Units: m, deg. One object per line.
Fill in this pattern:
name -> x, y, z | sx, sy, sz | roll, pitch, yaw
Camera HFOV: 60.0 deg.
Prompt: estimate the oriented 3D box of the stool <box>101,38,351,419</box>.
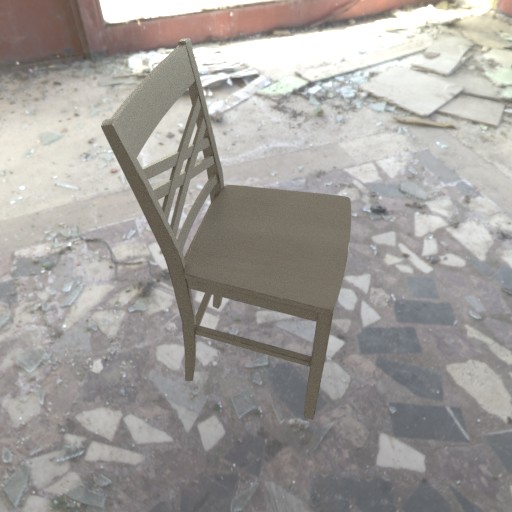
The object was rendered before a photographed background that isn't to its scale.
stool -> 0.000, 0.000, 1.362 | 0.539, 1.079, 0.462 | 10, 47, 9
